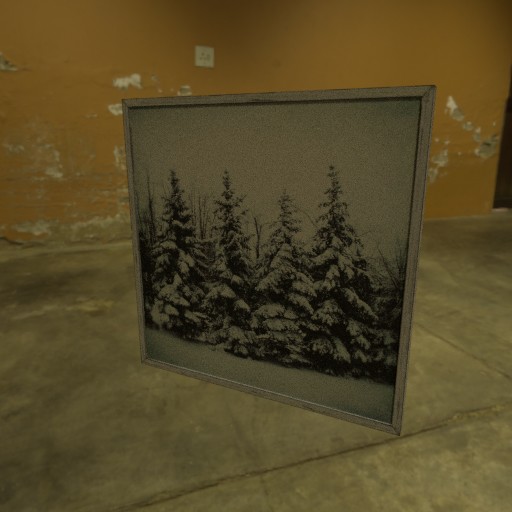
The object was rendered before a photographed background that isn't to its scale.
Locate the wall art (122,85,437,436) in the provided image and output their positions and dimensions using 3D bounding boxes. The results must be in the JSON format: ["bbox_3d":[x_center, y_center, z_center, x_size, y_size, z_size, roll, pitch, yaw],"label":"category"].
[{"bbox_3d":[0.000,0.000,1.103,0.761,0.761,0.037,7,17,25],"label":"wall art"}]
